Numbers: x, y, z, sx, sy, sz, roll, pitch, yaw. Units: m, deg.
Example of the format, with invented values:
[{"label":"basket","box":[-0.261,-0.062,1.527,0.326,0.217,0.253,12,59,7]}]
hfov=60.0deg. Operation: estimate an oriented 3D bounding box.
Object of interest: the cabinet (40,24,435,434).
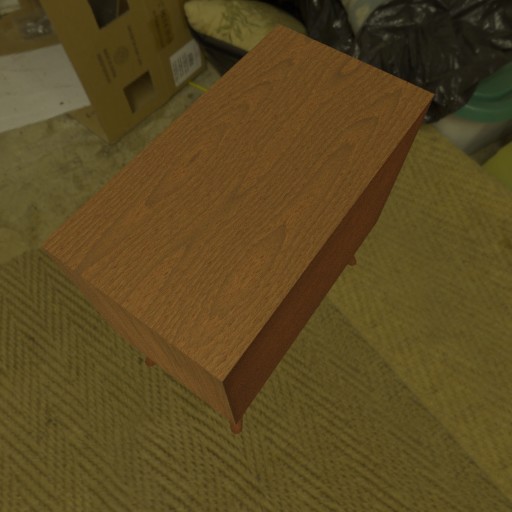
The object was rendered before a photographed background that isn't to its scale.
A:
[{"label":"cabinet","box":[0.000,0.000,1.151,0.388,0.748,0.712,32,67,16]}]
